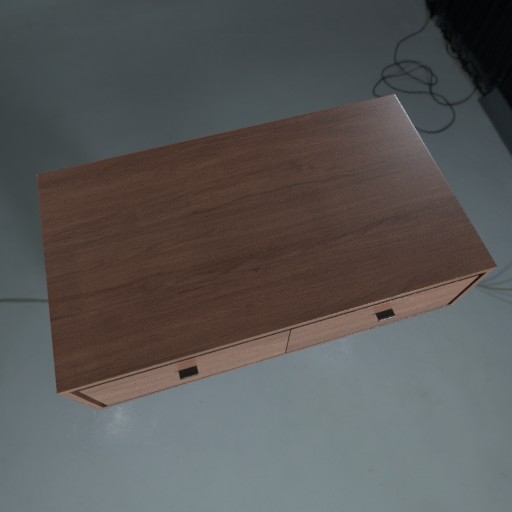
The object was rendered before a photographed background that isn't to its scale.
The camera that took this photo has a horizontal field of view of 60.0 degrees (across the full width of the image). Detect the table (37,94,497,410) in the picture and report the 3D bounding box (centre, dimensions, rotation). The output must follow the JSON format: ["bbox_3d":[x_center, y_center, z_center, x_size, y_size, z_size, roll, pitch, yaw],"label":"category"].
[{"bbox_3d":[0.000,0.000,1.267,1.020,0.380,0.600,-15,64,-7],"label":"table"}]
